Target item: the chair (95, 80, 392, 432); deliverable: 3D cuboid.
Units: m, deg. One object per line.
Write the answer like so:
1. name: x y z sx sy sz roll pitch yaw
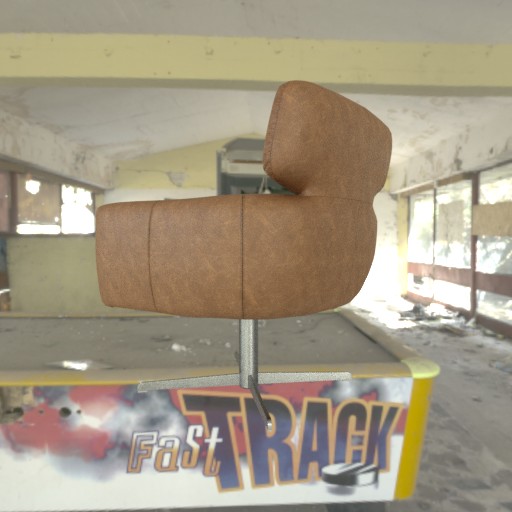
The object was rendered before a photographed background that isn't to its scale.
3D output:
1. chair: 0.000 0.000 1.350 0.715 0.812 0.706 1 2 35
